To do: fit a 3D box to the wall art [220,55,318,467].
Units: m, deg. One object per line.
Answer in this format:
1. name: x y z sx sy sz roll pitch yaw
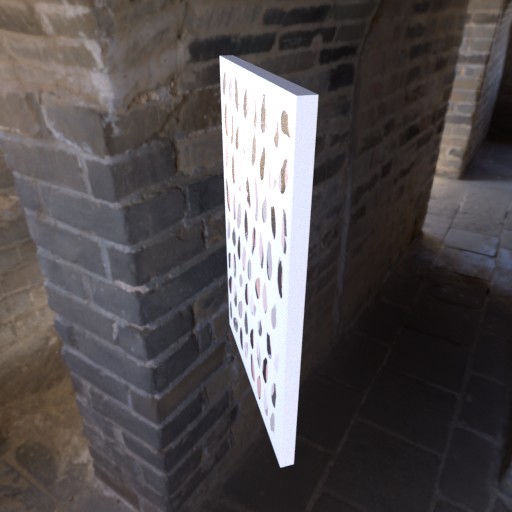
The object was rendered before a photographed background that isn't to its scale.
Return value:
1. wall art: 0.000 0.000 0.779 0.025 0.608 0.405 -8 31 -13
